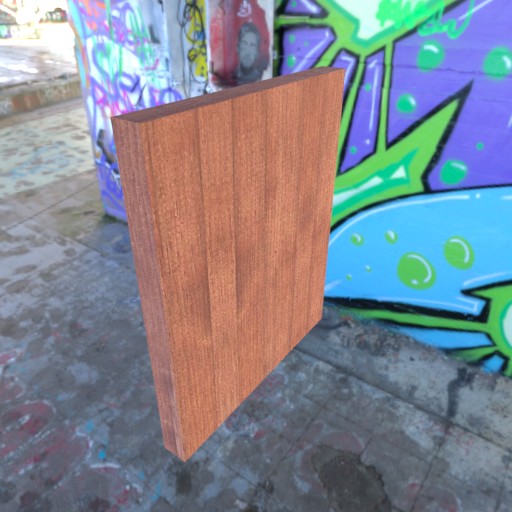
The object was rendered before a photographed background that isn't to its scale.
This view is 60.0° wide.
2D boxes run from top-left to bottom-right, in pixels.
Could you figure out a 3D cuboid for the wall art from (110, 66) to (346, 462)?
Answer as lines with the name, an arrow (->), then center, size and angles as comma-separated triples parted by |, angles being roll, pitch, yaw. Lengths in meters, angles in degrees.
wall art -> 0.000, 0.000, 0.621 | 0.039, 0.449, 0.377 | 20, 36, 30
